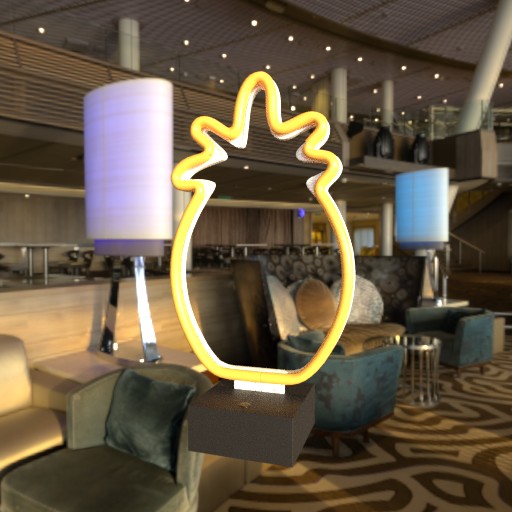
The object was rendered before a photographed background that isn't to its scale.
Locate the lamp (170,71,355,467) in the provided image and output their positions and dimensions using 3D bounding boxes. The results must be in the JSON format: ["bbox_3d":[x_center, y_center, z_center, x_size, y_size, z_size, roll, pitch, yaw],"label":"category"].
[{"bbox_3d":[0.000,0.000,0.386,0.167,0.317,0.088,0,1,18],"label":"lamp"}]
